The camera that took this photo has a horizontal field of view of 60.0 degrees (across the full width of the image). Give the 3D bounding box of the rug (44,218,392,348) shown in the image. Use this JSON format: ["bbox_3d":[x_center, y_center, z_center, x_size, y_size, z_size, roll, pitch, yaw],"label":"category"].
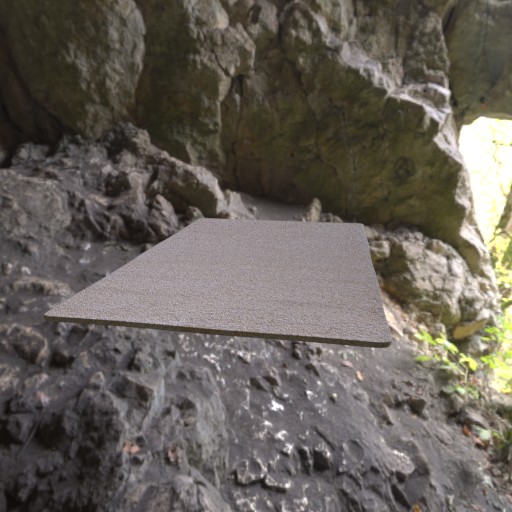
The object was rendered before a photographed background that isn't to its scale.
[{"bbox_3d":[0.000,0.000,2.933,1.500,0.026,2.349,3,16,10],"label":"rug"}]
